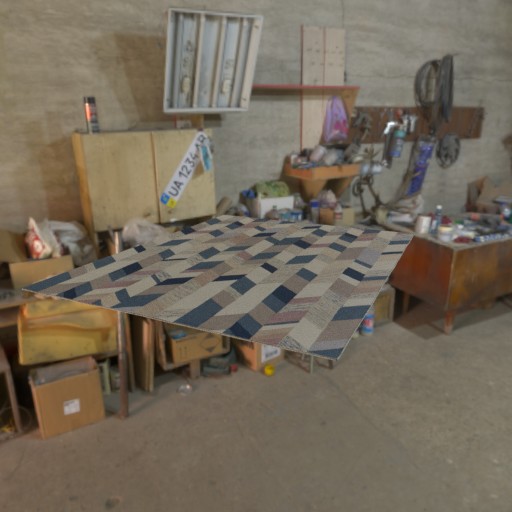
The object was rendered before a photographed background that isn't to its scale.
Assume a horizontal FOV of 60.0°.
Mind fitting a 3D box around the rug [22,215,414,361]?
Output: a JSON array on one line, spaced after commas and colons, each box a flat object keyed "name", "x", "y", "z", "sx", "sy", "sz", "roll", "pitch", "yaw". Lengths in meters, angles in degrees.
[{"name": "rug", "x": 0.000, "y": 0.000, "z": 4.142, "sx": 2.451, "sy": 0.011, "sz": 3.072, "roll": 8, "pitch": 18, "yaw": 25}]
